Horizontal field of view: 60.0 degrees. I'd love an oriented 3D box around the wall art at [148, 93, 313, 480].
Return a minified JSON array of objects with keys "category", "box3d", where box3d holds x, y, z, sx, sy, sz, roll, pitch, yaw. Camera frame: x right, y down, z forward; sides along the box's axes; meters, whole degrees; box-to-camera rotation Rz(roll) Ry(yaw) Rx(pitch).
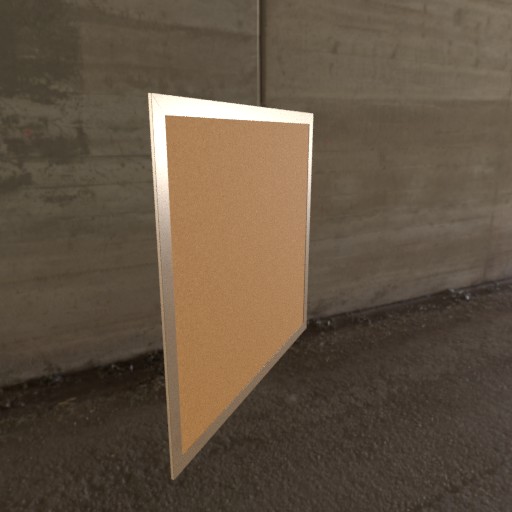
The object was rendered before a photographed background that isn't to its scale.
[{"category":"wall art","box3d":[0.000,0.000,1.668,0.025,1.067,1.168,7,17,24]}]
